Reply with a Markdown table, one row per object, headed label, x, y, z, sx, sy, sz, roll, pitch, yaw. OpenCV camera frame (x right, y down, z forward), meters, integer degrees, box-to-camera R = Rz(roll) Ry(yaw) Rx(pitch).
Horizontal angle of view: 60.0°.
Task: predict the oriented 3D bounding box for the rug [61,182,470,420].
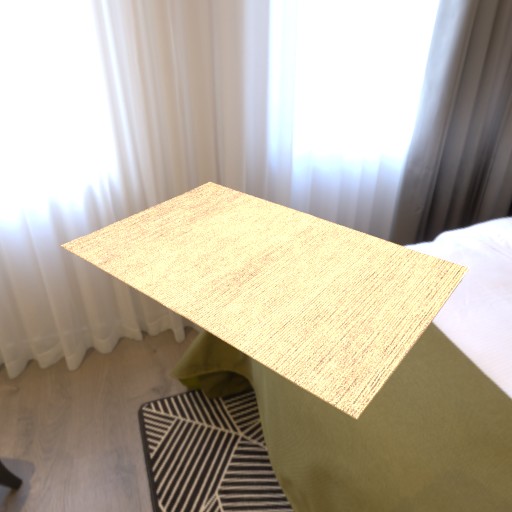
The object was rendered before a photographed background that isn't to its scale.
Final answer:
| label | x | y | z | sx | sy | sz | roll | pitch | yaw |
| --- | --- | --- | --- | --- | --- | --- | --- | --- | --- |
| rug | 0.000 | 0.000 | 2.264 | 1.773 | 0.021 | 1.149 | 23 | 38 | 33 |
